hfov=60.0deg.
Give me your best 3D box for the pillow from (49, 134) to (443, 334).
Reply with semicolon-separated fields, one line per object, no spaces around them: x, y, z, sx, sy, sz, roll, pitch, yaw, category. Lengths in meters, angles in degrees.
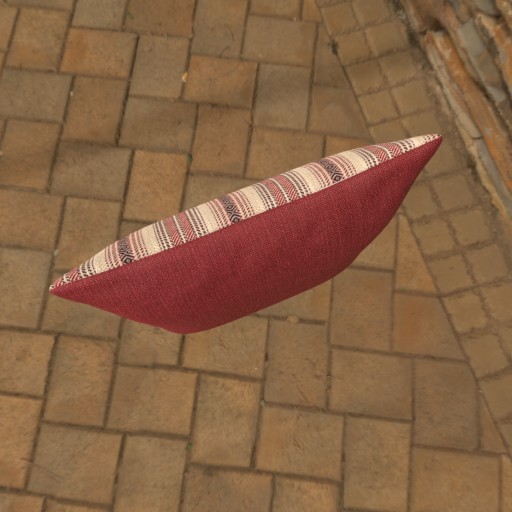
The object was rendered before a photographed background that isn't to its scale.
0.000;0.000;0.766;0.513;0.497;0.166;-22;77;-5;pillow
